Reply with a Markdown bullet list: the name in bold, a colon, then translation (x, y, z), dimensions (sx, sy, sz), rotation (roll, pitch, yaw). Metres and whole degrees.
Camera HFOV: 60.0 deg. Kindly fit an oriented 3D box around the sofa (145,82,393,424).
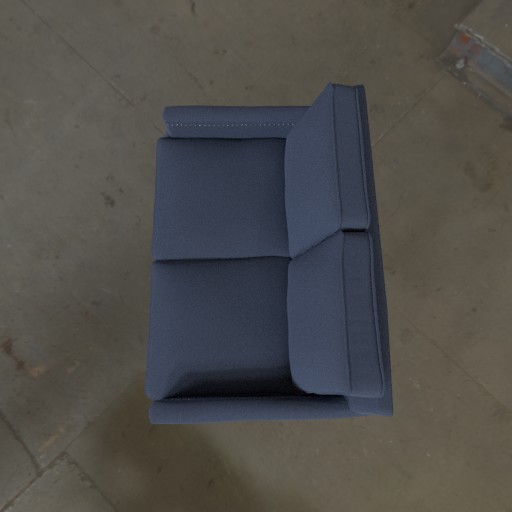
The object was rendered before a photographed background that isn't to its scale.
- **sofa**: translation (0.000, 0.000, 2.263), dimensions (1.084, 1.003, 1.597), rotation (-1, 75, 0)
